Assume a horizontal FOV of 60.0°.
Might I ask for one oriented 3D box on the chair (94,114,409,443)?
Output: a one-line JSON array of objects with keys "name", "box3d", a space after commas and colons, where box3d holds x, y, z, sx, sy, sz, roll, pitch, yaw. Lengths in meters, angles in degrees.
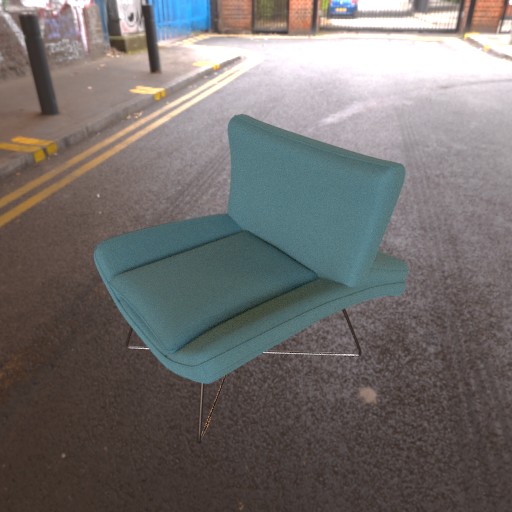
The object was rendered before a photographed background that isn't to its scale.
[{"name": "chair", "box3d": [0.000, 0.000, 1.704, 1.008, 0.855, 0.859, -21, 37, -32]}]
